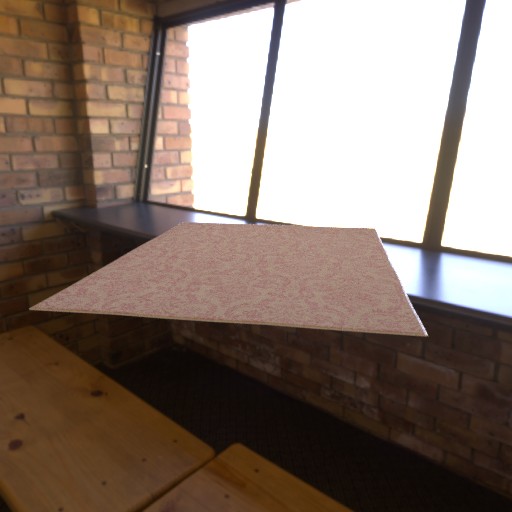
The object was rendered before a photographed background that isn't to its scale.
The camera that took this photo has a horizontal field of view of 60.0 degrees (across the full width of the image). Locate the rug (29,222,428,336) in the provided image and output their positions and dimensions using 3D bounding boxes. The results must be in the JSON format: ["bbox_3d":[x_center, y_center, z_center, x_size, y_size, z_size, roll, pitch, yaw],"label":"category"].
[{"bbox_3d":[0.000,0.000,3.979,2.363,0.012,2.980,2,15,9],"label":"rug"}]
